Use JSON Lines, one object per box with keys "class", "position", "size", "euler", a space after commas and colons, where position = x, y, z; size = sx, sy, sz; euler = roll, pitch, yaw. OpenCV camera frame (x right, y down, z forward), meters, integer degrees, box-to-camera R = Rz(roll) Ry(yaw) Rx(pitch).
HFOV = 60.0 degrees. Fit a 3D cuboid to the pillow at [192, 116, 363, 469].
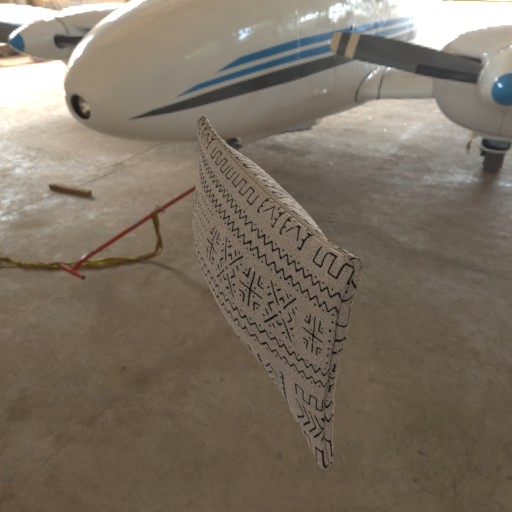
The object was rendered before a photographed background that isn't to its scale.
{"class": "pillow", "position": [0.000, 0.000, 0.798], "size": [0.188, 0.352, 0.637], "euler": [-11, 34, -18]}
